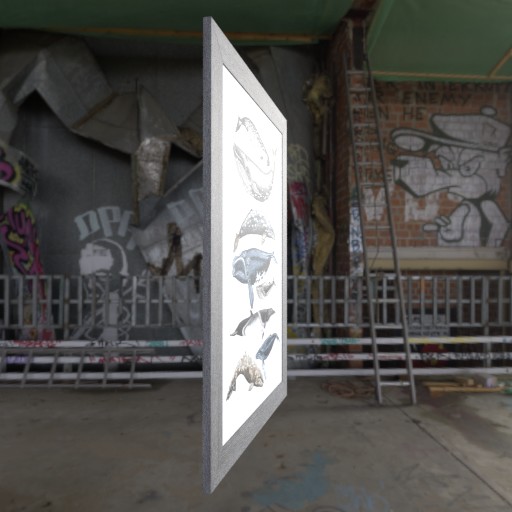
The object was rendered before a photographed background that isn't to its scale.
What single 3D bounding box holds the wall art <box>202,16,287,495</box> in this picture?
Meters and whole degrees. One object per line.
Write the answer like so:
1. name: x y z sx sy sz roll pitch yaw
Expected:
1. wall art: 0.000 0.000 1.362 0.020 1.070 0.768 0 -1 17
